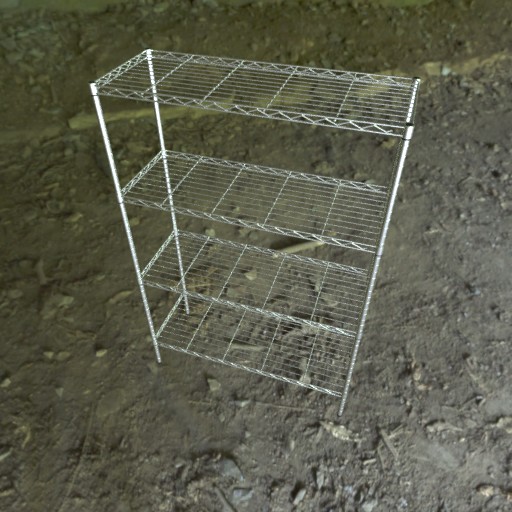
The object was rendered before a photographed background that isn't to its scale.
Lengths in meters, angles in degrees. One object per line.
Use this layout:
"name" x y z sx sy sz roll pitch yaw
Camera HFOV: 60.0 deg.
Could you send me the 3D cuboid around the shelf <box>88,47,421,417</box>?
"shelf" 0.000 0.000 1.731 0.907 1.360 0.352 12 43 14
